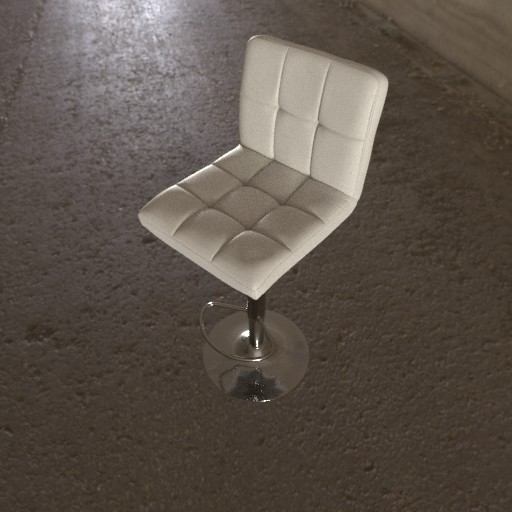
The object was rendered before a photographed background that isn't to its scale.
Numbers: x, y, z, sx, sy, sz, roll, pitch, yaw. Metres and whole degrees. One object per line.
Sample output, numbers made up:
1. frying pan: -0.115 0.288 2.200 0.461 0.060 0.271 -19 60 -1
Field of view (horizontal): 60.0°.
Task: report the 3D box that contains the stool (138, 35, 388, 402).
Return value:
1. stool: 0.000 0.000 1.381 0.430 1.115 0.505 31 53 27
